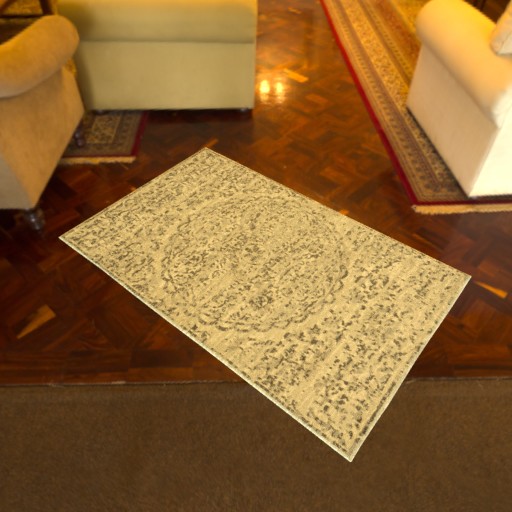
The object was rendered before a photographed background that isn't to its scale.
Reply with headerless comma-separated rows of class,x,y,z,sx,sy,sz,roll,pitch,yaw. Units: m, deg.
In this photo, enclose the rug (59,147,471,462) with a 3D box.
rug,0.000,0.000,3.076,2.447,0.021,1.527,31,54,26
